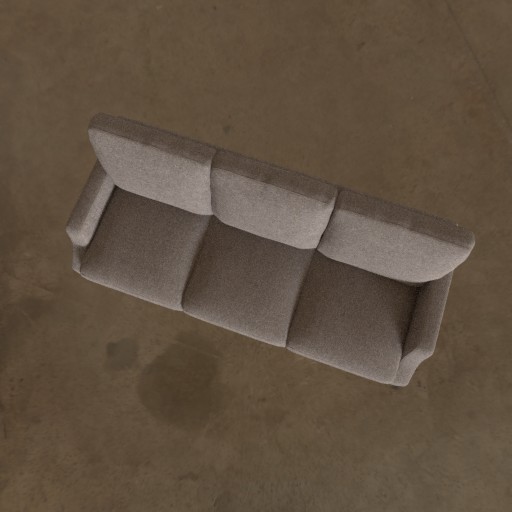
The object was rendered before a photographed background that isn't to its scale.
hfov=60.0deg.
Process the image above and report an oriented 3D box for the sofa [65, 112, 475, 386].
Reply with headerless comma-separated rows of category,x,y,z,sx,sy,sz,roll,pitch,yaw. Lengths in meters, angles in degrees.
sofa,0.000,0.000,2.568,2.115,0.984,0.888,19,76,5
